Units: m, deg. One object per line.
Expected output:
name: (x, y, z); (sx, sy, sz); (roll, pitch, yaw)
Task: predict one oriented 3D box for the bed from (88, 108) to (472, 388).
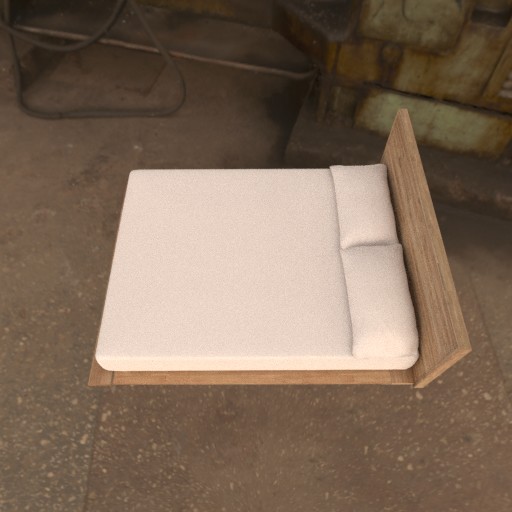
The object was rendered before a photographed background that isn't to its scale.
bed: (0.000, 0.000, 3.106); (2.145, 1.071, 1.759); (0, 59, 0)
